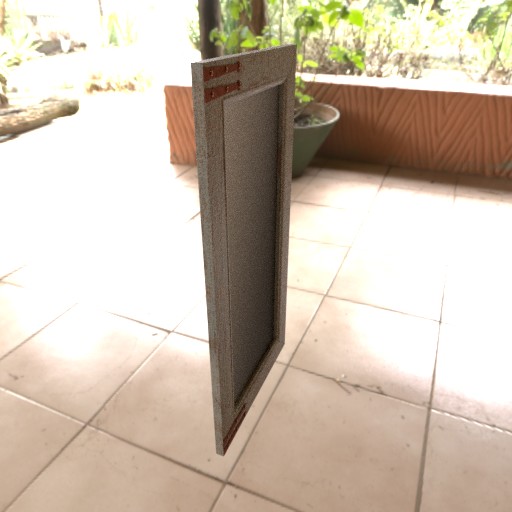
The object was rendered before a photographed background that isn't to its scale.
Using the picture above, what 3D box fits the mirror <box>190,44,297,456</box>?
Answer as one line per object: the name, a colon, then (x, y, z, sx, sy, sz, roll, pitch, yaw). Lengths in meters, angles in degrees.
mirror: (0.000, 0.000, 1.098, 0.027, 0.922, 0.472, 11, 31, 20)
